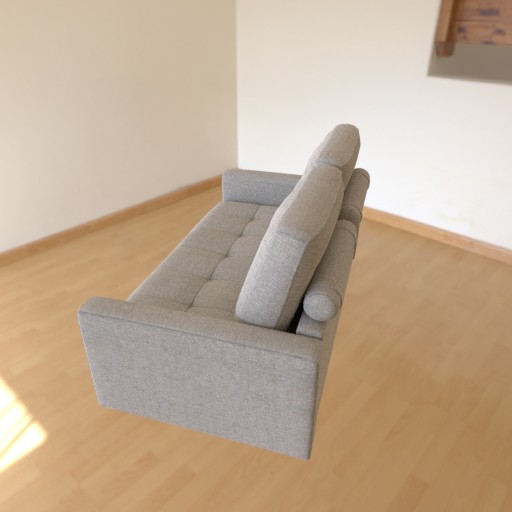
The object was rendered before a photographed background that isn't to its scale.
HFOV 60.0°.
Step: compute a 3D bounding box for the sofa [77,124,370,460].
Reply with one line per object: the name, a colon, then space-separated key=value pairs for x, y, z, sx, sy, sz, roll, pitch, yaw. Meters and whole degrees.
sofa: x=0.000 y=0.000 z=1.930 sx=0.842 sy=0.907 sz=1.407 roll=9 pitch=32 yaw=15
